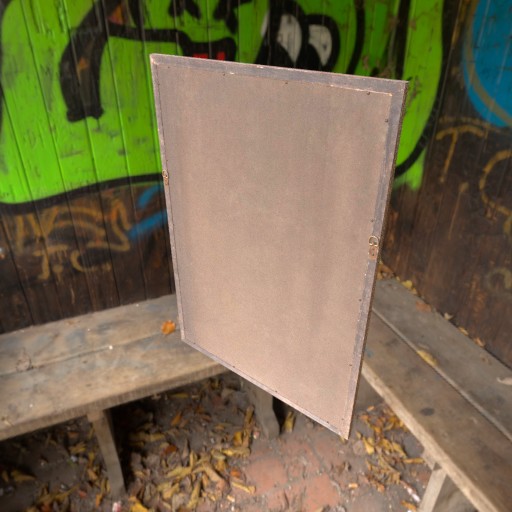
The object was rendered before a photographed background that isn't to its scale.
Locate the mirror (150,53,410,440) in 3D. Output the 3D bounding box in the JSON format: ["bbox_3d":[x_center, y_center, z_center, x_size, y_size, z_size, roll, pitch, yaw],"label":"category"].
[{"bbox_3d":[0.000,0.000,1.249,0.705,0.996,0.025,22,37,32],"label":"mirror"}]
